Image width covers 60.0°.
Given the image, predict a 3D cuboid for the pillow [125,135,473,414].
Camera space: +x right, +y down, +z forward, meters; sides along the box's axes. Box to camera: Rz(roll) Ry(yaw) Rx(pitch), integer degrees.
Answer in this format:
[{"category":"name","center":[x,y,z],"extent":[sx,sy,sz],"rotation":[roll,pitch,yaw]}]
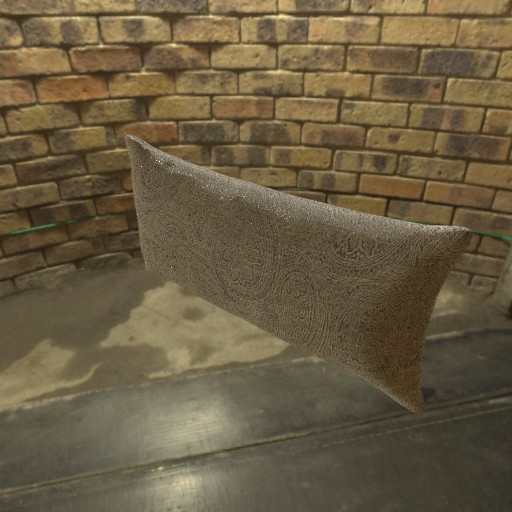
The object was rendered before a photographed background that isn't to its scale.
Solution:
[{"category":"pillow","center":[0.000,0.000,0.726],"extent":[0.615,0.295,0.151],"rotation":[22,37,33]}]
